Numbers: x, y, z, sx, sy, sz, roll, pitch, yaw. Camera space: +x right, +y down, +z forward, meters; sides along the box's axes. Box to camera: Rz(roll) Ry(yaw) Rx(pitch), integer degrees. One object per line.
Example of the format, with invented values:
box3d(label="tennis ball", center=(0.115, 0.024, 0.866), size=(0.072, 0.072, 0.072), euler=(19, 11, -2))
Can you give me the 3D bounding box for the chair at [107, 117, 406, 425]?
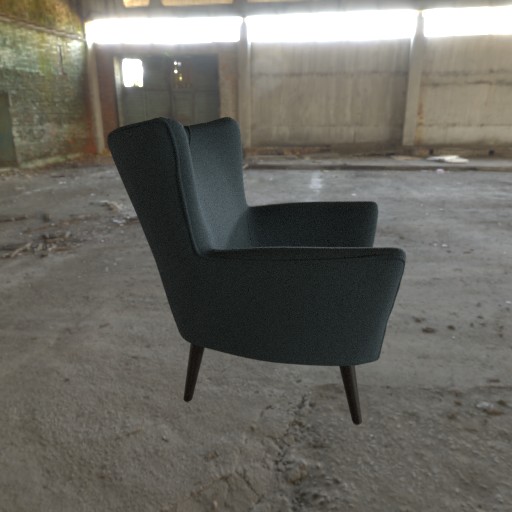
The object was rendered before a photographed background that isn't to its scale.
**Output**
box3d(label="chair", center=(0.000, 0.000, 1.557), size=(0.888, 0.933, 0.781), euler=(3, 18, 8))
